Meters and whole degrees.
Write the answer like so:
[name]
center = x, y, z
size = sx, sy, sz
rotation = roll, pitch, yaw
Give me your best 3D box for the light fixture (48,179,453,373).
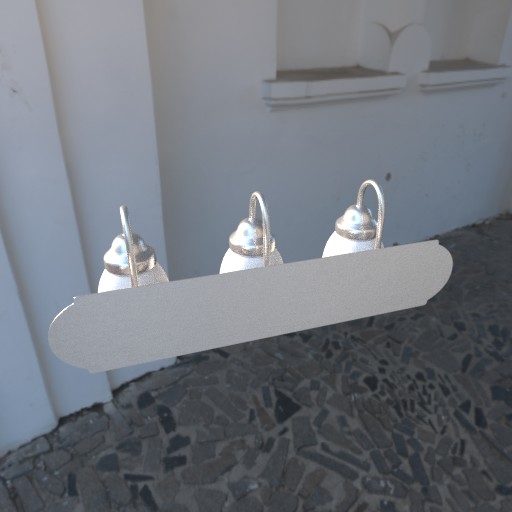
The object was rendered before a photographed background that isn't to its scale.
[light fixture]
center = 0.000, 0.000, 0.710
size = 0.610, 0.222, 0.199
rotation = -8, 27, -17
